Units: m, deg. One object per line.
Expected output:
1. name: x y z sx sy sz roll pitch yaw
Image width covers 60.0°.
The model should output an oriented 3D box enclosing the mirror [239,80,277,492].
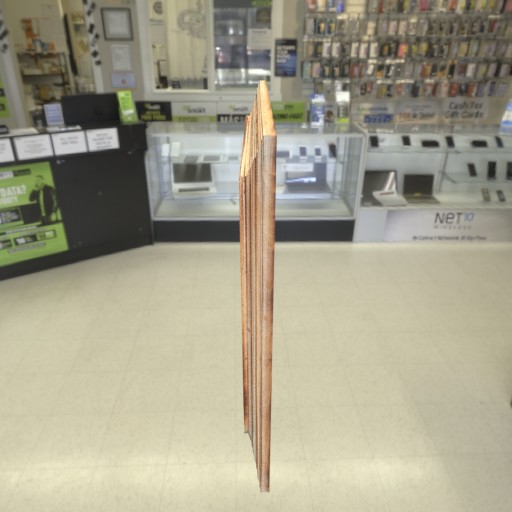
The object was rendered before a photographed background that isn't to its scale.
1. mirror: 0.000 0.000 1.190 0.061 0.804 0.804 0 27 0
